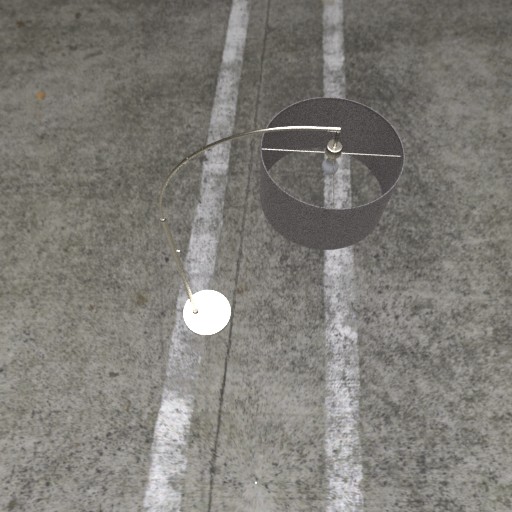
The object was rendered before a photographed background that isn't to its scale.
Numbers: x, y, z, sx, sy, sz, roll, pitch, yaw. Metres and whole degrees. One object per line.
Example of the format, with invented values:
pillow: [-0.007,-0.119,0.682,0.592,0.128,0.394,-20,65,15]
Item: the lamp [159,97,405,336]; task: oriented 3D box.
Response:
lamp: [0.000,0.000,2.094,0.934,1.735,0.452,3,63,2]
